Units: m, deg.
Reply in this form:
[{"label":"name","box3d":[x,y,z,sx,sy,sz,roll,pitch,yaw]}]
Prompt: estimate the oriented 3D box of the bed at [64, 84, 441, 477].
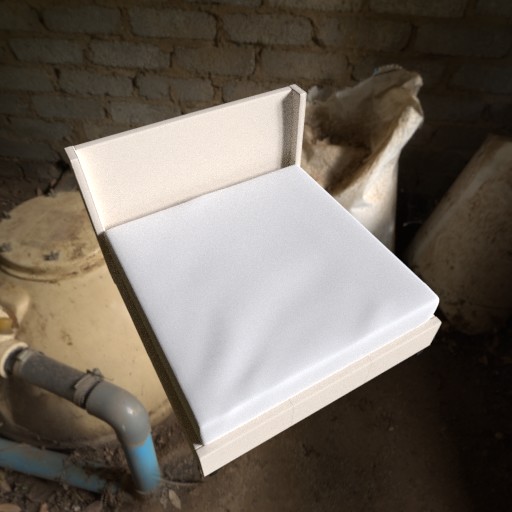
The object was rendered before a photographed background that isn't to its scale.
[{"label":"bed","box3d":[0.000,0.000,3.648,2.145,1.471,2.293,-23,51,-20]}]
